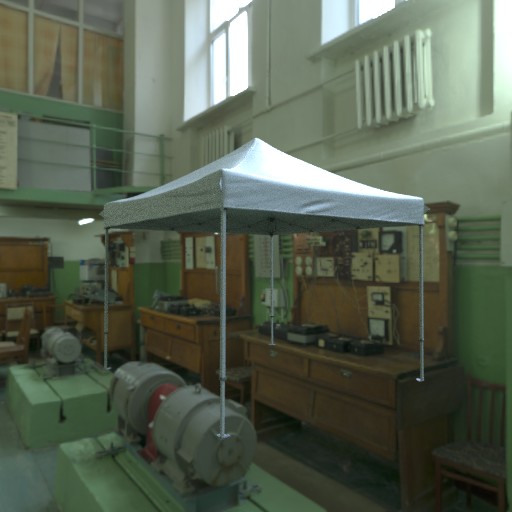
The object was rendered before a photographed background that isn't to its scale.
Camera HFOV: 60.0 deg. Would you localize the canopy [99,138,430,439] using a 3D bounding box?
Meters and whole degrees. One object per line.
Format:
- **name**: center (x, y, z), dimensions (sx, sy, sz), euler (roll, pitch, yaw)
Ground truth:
- **canopy**: center (0.000, 0.000, 5.619), dimensions (2.996, 2.998, 2.994), euler (0, -1, -37)
